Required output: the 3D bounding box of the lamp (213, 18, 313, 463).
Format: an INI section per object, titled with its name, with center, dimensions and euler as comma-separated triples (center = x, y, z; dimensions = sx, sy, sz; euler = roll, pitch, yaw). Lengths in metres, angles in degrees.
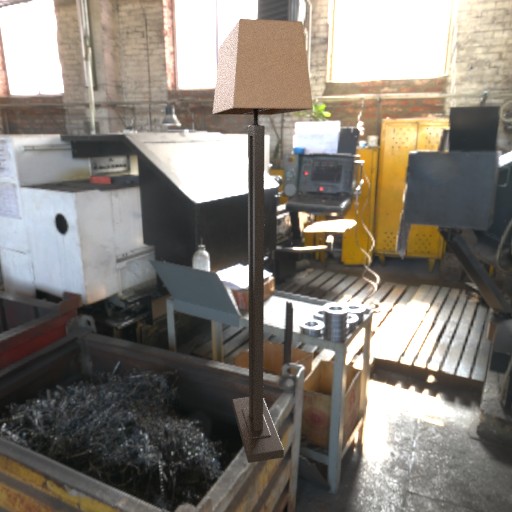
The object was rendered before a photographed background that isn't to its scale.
[lamp]
center = 0.000, 0.000, 1.607
dimensions = 0.233, 1.469, 0.475
euler = -3, 16, -12
